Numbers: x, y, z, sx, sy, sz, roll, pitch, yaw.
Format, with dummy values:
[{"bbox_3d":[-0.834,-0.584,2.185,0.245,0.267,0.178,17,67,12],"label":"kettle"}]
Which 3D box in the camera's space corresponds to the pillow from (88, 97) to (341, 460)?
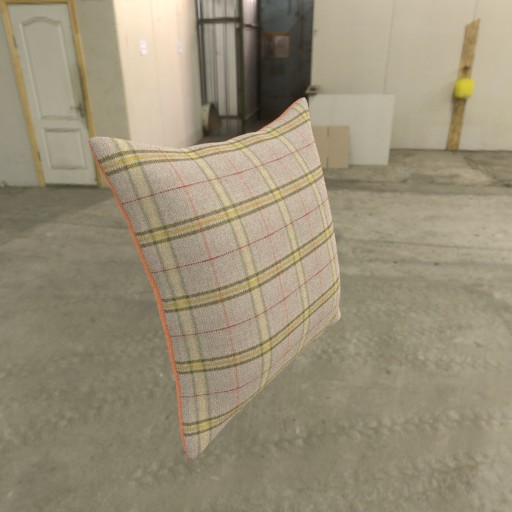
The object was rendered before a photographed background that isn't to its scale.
[{"bbox_3d":[0.000,0.000,0.703,0.200,0.430,0.453,18,31,32],"label":"pillow"}]
